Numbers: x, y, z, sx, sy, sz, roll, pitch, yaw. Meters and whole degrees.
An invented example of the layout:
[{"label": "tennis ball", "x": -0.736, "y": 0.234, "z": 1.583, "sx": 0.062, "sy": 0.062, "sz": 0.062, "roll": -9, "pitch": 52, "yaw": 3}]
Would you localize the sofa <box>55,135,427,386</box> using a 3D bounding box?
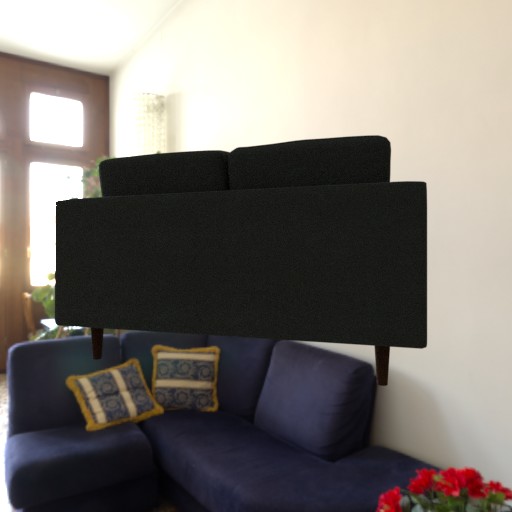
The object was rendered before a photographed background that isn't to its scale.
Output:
[{"label": "sofa", "x": 0.000, "y": 0.000, "z": 2.155, "sx": 1.518, "sy": 0.930, "sz": 0.999, "roll": 0, "pitch": 0, "yaw": 19}]
